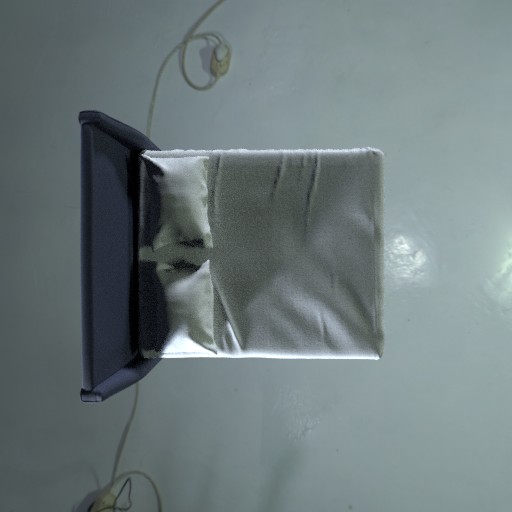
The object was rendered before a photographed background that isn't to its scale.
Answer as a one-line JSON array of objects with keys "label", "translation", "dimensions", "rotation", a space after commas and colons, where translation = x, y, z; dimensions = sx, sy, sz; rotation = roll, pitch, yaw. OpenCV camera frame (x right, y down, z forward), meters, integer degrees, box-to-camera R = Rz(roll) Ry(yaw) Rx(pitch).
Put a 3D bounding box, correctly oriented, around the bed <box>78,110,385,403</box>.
[{"label": "bed", "translation": [0.000, 0.000, 3.484], "dimensions": [2.276, 1.332, 1.925], "rotation": [0, 91, 2]}]
